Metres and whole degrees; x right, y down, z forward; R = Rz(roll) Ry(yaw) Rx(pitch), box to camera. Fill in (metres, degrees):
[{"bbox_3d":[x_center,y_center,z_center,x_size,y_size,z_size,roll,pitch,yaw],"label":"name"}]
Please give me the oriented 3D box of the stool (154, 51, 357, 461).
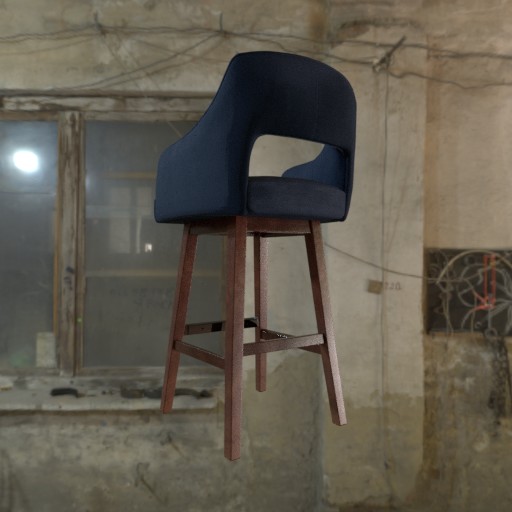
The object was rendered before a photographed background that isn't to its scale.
[{"bbox_3d":[0.000,0.000,1.391,0.550,1.041,0.560,0,0,-36],"label":"stool"}]
